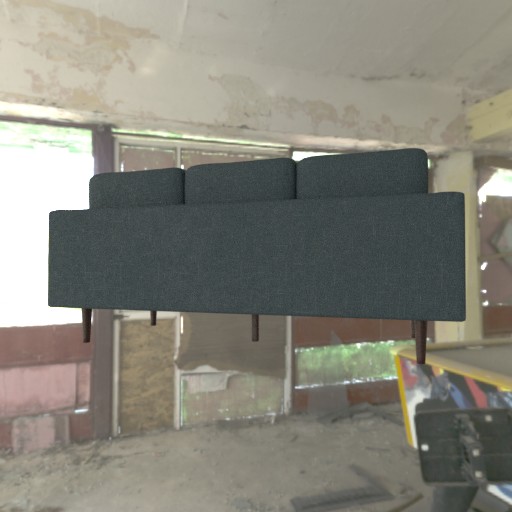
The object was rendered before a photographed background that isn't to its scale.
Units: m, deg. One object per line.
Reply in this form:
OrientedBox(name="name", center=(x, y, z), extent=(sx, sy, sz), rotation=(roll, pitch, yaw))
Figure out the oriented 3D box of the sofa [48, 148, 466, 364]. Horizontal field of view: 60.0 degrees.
OrientedBox(name="sofa", center=(0.000, 0.000, 2.479), extent=(2.013, 0.945, 0.935), rotation=(0, -1, 18))
